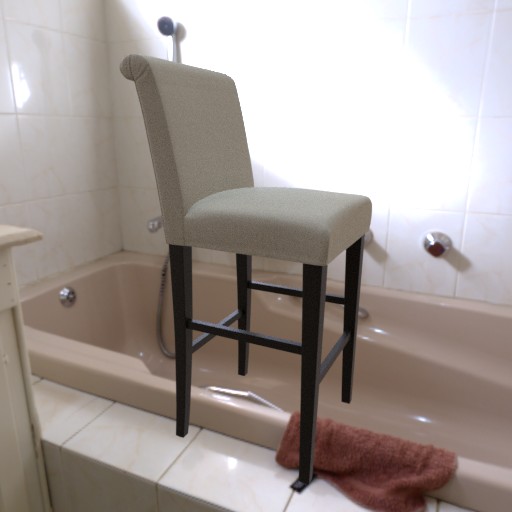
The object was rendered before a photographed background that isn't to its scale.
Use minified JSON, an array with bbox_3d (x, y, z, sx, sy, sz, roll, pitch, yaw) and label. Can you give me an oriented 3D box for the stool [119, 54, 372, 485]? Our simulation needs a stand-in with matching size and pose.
[{"bbox_3d":[0.000,0.000,1.365,0.597,1.124,0.452,8,17,26],"label":"stool"}]
